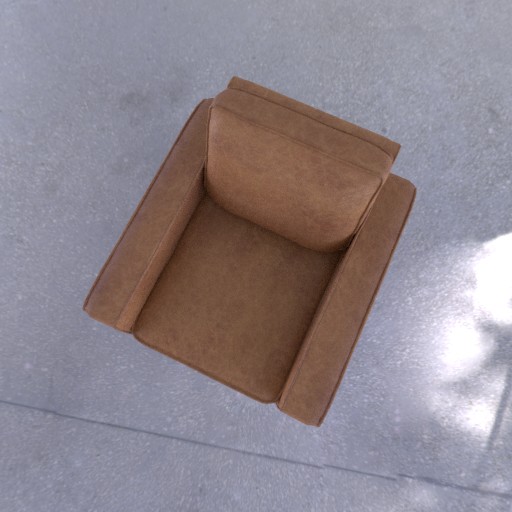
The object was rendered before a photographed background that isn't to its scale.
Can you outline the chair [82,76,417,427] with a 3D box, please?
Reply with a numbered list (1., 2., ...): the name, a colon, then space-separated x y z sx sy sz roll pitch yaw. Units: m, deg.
1. chair: 0.000 0.000 1.776 0.987 0.901 1.027 22 77 5
